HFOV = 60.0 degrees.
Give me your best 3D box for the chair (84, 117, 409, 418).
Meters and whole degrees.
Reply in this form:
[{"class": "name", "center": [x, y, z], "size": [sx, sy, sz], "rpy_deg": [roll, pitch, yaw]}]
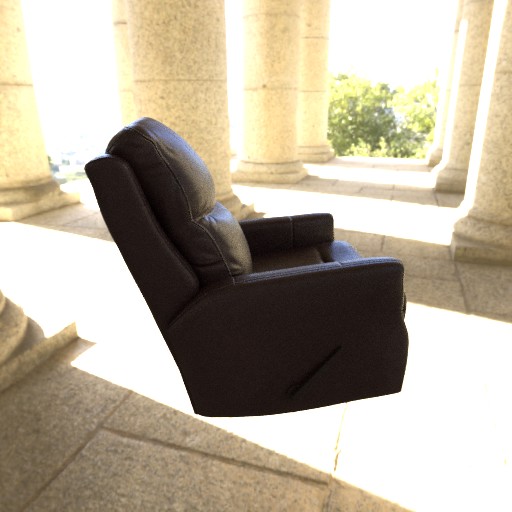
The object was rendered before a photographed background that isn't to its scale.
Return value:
[{"class": "chair", "center": [0.000, 0.000, 1.731], "size": [1.080, 1.030, 0.829], "rpy_deg": [-4, 20, -10]}]
